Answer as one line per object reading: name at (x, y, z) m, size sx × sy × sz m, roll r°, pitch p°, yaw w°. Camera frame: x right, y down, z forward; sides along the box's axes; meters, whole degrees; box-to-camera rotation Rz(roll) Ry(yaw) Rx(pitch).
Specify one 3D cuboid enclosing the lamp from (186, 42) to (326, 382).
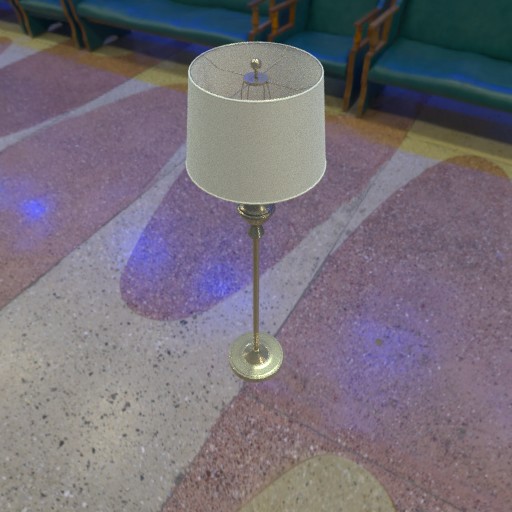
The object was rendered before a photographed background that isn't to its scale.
lamp at (0.000, 0.000, 1.684) m, size 0.431 × 1.488 × 0.431 m, roll 0°, pitch 47°, yaw 0°
